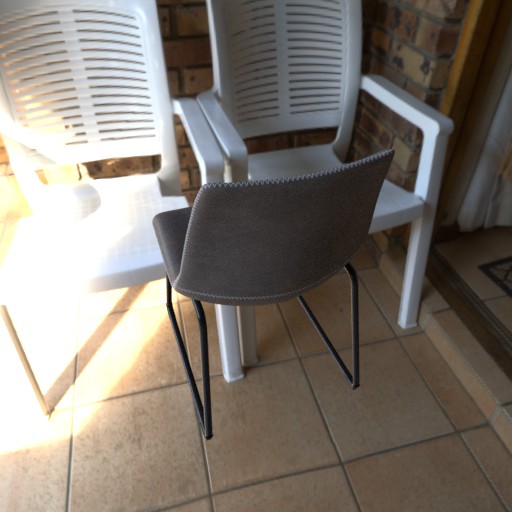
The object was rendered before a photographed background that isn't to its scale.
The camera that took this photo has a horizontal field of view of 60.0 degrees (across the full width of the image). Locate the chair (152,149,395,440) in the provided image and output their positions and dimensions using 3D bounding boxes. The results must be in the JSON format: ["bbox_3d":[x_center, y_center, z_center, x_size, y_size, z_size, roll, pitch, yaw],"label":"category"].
[{"bbox_3d":[0.000,0.000,1.130,0.460,0.780,0.550,-14,42,-15],"label":"chair"}]
